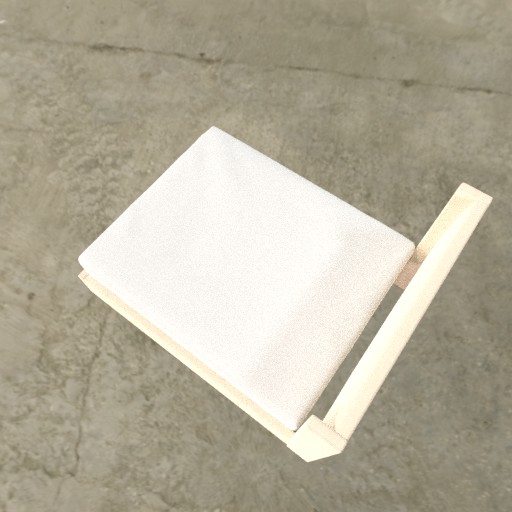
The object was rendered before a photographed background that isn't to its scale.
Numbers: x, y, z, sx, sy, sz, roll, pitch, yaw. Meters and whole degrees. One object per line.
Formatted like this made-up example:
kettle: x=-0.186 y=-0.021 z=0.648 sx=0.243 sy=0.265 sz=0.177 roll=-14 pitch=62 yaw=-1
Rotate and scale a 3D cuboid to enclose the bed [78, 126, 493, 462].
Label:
bed: x=0.000 y=0.000 z=3.319 sx=2.280 sy=1.471 sz=1.765 roll=33 pitch=68 yaw=15
